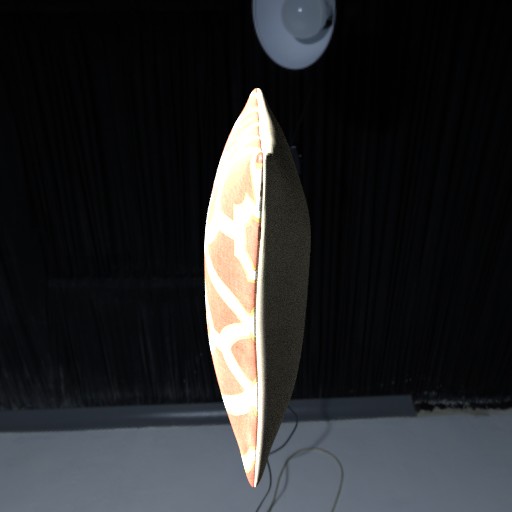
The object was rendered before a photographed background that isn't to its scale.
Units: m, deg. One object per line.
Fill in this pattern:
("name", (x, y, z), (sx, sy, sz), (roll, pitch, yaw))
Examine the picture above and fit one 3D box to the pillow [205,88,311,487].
("pillow", (0.000, 0.000, 0.796), (0.166, 0.508, 0.552), (0, 27, 0))
